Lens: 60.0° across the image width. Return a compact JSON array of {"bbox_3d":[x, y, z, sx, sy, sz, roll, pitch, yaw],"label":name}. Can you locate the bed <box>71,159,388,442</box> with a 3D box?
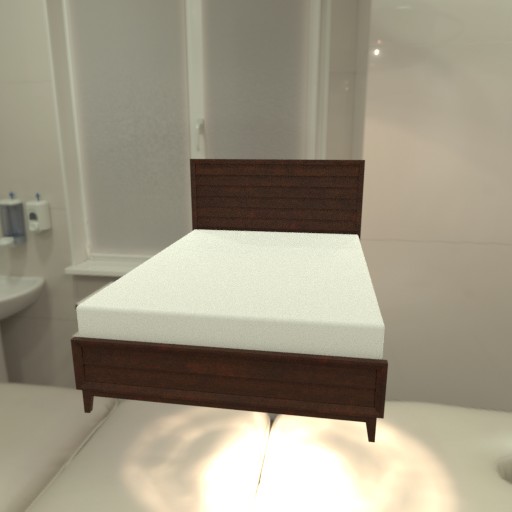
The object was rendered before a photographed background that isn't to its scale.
[{"bbox_3d":[0.000,0.000,3.175,1.600,1.270,2.184,2,15,9],"label":"bed"}]
